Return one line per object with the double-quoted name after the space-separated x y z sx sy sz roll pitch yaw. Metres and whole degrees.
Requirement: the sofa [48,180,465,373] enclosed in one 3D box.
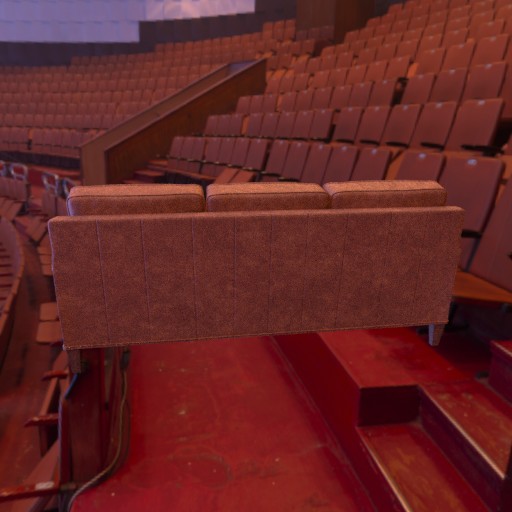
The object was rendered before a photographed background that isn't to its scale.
0.000 0.000 2.845 2.246 1.003 1.084 -2 15 -9 "sofa"
